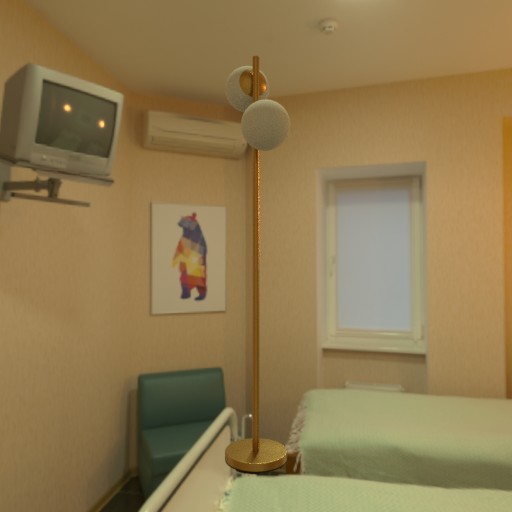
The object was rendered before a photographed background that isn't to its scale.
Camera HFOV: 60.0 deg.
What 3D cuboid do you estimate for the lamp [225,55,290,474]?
[{"bbox_3d":[0.000,0.000,1.800,0.249,1.641,0.419,0,-2,-19],"label":"lamp"}]
